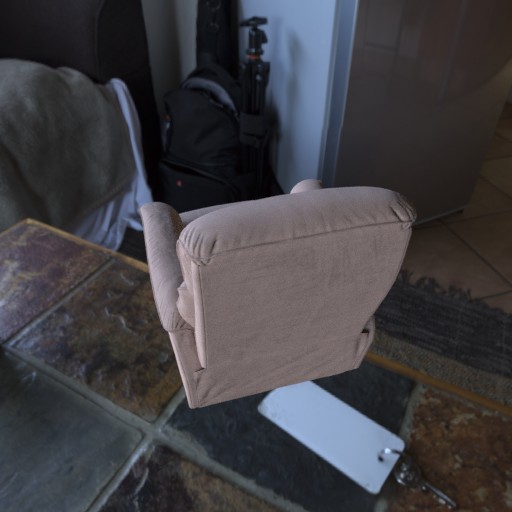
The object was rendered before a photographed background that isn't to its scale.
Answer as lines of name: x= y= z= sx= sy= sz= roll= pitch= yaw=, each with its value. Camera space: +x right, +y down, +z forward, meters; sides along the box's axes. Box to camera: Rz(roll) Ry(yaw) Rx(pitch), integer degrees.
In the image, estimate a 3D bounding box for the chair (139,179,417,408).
chair: x=0.000 y=0.000 z=1.718 sx=0.820 sy=1.037 sz=1.004 roll=-10 pitch=42 yaw=-12
